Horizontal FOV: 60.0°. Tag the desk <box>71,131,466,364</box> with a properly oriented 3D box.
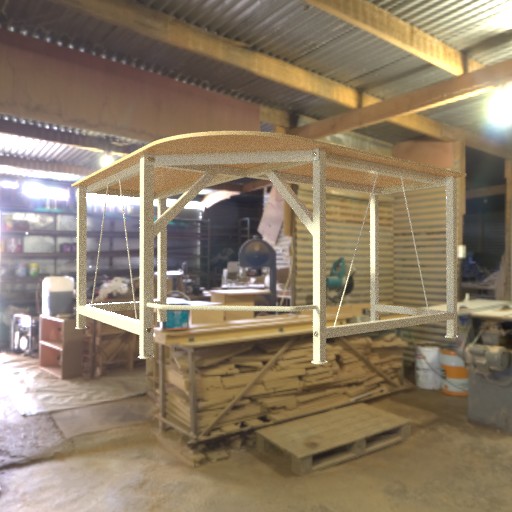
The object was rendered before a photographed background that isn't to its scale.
[{"bbox_3d":[0.000,0.000,2.203,1.400,0.762,1.400,0,-1,-37],"label":"desk"}]
